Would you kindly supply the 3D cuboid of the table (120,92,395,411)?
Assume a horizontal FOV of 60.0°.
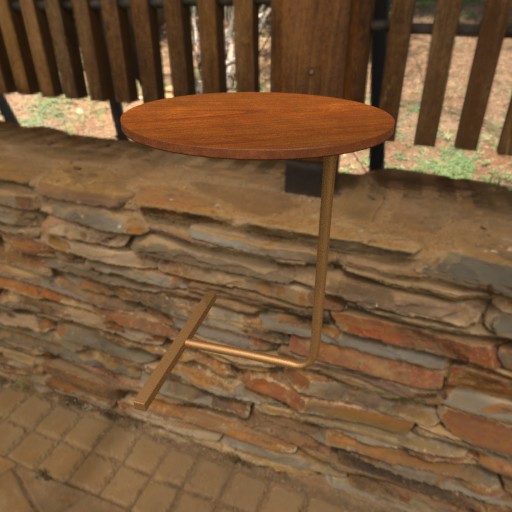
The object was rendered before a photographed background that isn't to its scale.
[{"bbox_3d":[0.000,0.000,1.130,0.577,0.706,0.530,8,31,14],"label":"table"}]
